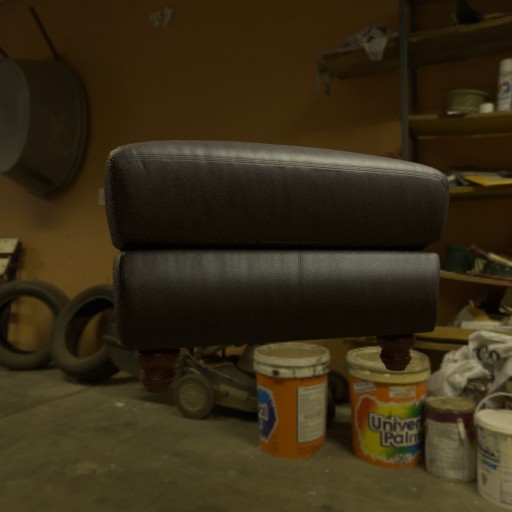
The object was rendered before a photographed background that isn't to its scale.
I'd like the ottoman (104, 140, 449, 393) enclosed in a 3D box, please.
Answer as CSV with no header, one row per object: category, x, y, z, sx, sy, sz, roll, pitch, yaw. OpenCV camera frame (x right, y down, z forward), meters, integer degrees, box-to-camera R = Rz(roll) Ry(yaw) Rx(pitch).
ottoman,0.000,0.000,1.254,0.806,0.569,0.670,0,0,-17
